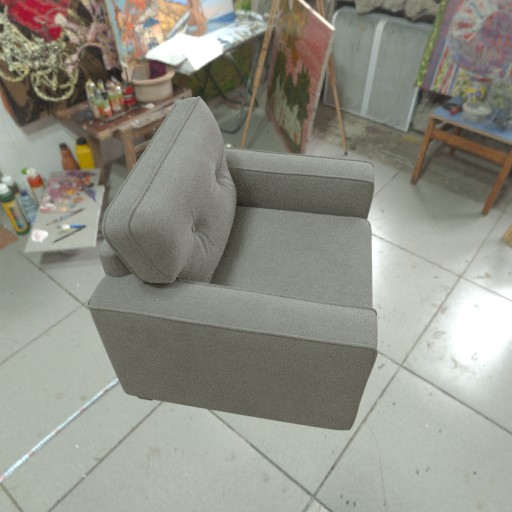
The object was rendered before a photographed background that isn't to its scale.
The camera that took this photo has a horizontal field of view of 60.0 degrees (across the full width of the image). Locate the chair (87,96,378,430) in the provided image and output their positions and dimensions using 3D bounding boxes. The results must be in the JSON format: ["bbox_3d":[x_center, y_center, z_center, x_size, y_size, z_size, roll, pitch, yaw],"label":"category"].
[{"bbox_3d":[0.000,0.000,1.804,0.939,0.965,1.015,7,46,7],"label":"chair"}]
